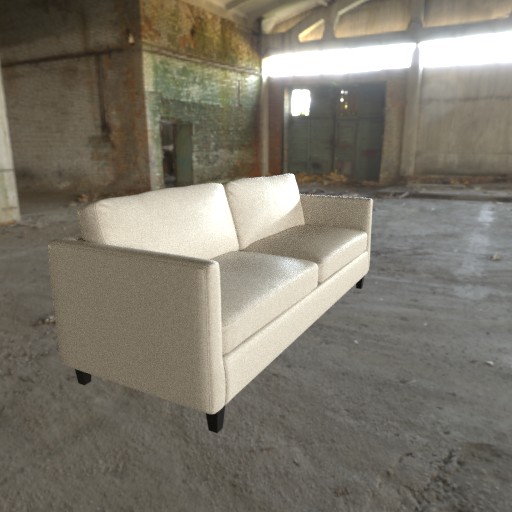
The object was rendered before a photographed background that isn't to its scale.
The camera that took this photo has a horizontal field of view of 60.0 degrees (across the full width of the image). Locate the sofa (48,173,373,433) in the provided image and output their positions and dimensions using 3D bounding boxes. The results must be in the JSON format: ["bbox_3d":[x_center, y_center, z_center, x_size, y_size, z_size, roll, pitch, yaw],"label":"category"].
[{"bbox_3d":[0.000,0.000,2.936,0.948,0.965,2.434,8,16,28],"label":"sofa"}]
